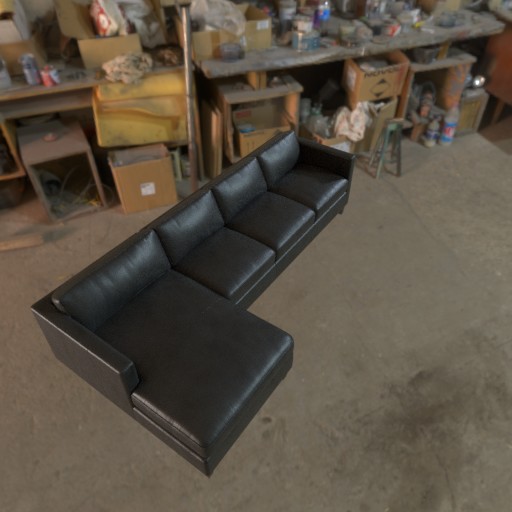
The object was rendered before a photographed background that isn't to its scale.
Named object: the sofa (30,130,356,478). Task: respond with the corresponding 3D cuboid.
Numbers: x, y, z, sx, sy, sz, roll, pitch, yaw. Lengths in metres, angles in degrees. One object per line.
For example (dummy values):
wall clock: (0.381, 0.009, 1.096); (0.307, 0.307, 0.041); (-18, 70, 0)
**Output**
sofa: (0.000, 0.000, 3.882); (1.581, 0.883, 3.203); (26, 48, 25)
